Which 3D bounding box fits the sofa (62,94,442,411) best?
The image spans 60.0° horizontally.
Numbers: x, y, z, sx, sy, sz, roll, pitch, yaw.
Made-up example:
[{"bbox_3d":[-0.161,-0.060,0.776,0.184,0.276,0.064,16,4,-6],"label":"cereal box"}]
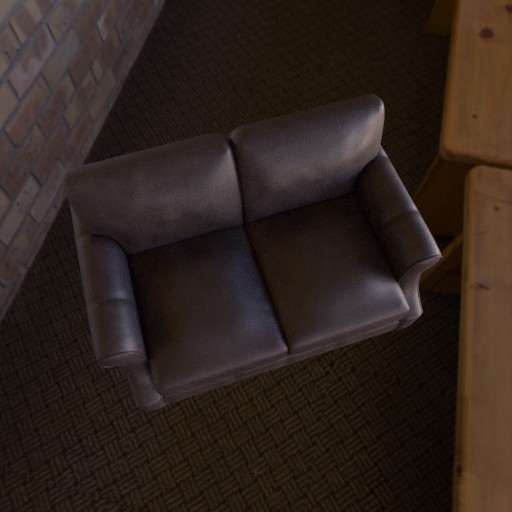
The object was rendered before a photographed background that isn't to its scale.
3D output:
[{"bbox_3d":[0.000,0.000,2.263,1.663,0.979,1.030,-16,65,-8],"label":"sofa"}]
